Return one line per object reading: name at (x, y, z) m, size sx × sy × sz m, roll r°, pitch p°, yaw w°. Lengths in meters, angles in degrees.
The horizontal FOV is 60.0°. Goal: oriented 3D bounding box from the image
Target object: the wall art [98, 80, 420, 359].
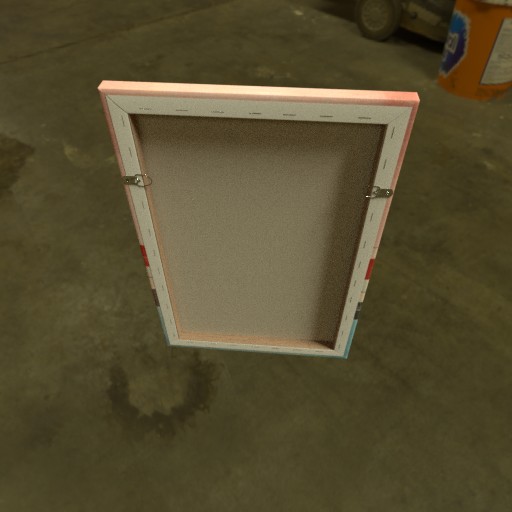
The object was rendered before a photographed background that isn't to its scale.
wall art at (0.000, 0.000, 1.177) m, size 0.610 × 0.914 × 0.038 m, roll 3°, pitch 46°, yaw 3°
